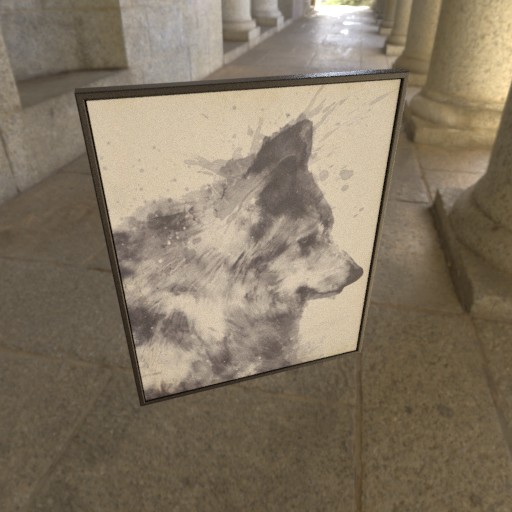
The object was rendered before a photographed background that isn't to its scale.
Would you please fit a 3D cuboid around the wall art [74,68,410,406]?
[{"bbox_3d":[0.000,0.000,0.730,0.451,0.551,0.028,-10,34,-15],"label":"wall art"}]
